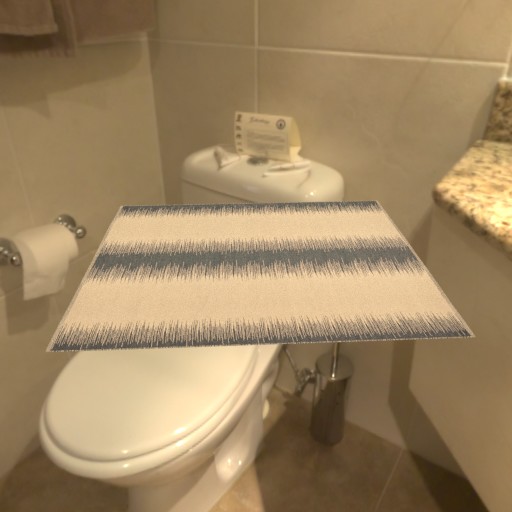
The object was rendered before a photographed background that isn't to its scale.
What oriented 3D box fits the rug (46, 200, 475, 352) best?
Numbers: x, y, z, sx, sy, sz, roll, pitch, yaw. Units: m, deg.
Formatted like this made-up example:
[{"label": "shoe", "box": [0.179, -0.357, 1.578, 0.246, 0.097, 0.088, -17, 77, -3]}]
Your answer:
[{"label": "rug", "box": [0.000, 0.000, 4.157, 3.037, 0.004, 2.453, -1, 30, -3]}]
